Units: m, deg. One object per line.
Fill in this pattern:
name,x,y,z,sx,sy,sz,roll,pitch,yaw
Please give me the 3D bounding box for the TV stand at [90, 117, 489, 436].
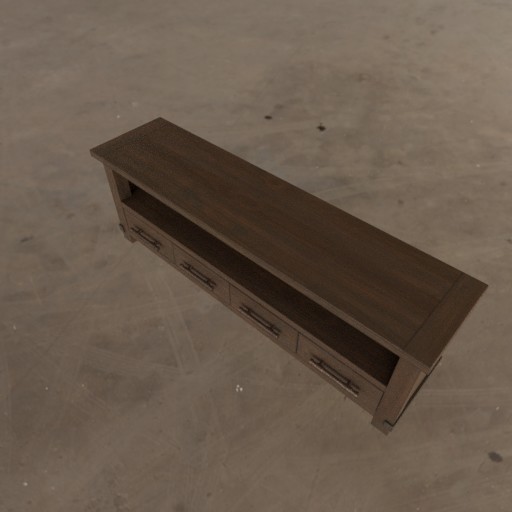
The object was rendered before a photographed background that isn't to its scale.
TV stand,0.000,0.000,2.143,1.866,0.615,0.471,33,54,28
